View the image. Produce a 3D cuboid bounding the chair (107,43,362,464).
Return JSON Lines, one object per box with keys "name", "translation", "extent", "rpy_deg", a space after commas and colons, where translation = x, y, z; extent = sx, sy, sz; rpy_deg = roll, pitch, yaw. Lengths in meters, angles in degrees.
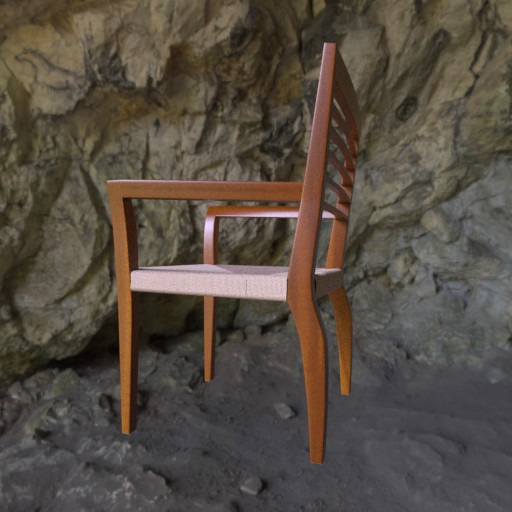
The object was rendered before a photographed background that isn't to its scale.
{"name": "chair", "translation": [0.000, 0.000, 1.223], "extent": [0.540, 0.855, 0.587], "rpy_deg": [0, 0, 18]}
